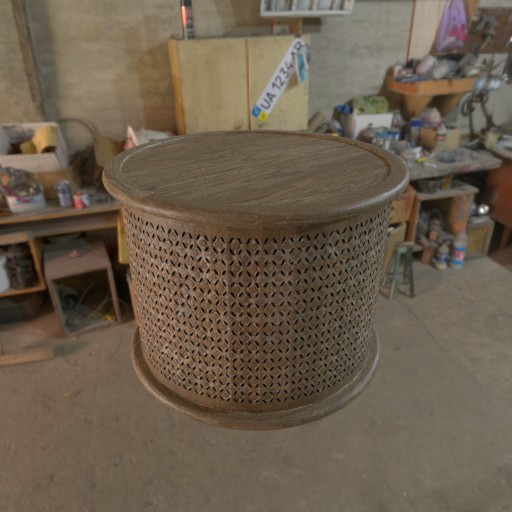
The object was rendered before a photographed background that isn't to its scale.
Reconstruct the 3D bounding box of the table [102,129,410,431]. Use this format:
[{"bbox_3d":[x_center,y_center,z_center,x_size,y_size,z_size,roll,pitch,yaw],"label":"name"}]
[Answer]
[{"bbox_3d":[0.000,0.000,1.013,0.607,0.450,0.607,0,27,0],"label":"table"}]
